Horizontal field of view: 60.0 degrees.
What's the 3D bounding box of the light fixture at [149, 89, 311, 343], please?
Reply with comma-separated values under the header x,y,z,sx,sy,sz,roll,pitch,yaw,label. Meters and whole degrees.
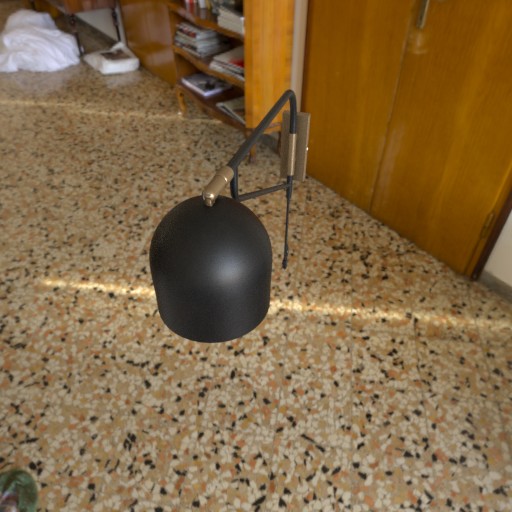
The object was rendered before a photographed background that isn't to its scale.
x,y,z,sx,sy,sz,roll,pitch,yaw,label
0.000,0.000,1.098,0.215,0.696,0.720,12,44,13,light fixture
